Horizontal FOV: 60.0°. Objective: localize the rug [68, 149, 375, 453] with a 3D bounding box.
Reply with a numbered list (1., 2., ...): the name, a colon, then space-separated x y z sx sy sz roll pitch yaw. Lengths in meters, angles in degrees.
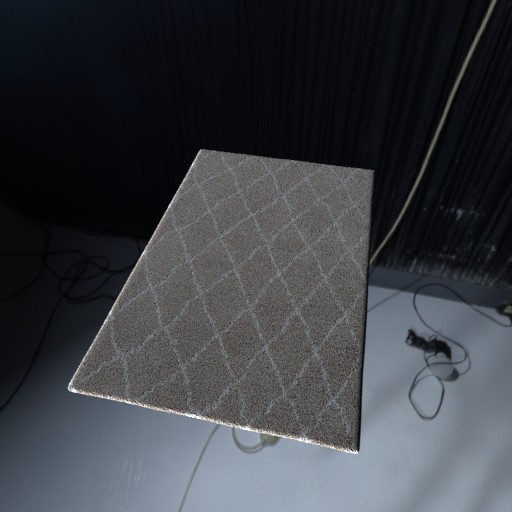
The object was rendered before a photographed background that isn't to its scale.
1. rug: 0.000 0.000 3.520 1.778 0.030 2.743 9 47 9
